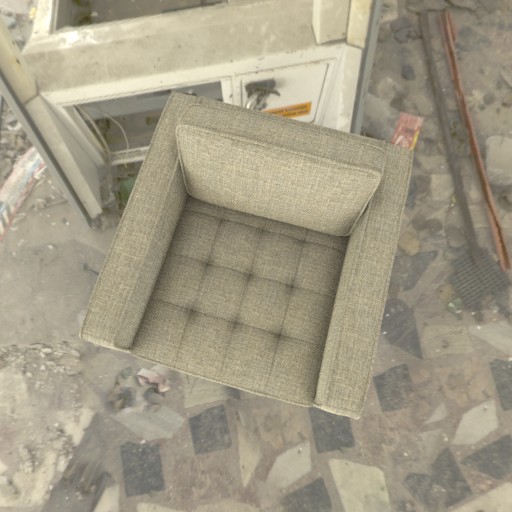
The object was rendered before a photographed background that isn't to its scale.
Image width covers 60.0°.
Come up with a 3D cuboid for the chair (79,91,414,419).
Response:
[{"bbox_3d":[0.000,0.000,1.594,0.889,0.765,0.914,15,75,4],"label":"chair"}]
